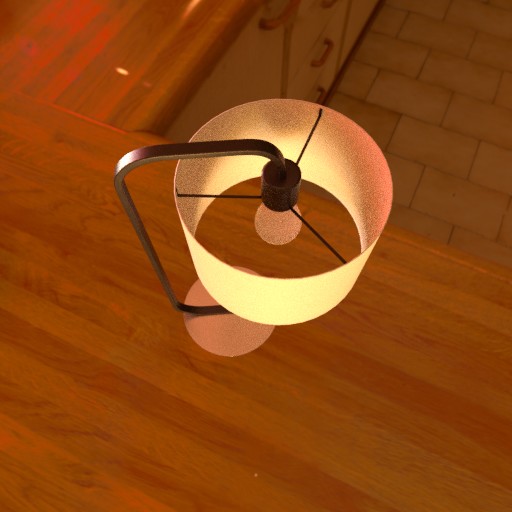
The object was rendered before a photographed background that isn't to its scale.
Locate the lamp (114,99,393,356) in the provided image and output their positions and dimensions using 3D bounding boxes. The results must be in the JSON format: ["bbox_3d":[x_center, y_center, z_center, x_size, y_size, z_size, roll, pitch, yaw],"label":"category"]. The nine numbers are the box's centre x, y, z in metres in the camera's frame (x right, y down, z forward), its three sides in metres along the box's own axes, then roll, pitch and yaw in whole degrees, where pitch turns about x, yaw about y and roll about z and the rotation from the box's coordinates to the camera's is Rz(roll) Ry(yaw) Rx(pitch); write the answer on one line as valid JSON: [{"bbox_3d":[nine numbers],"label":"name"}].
[{"bbox_3d":[0.000,0.000,0.626,0.288,0.473,0.230,-4,64,-2],"label":"lamp"}]
